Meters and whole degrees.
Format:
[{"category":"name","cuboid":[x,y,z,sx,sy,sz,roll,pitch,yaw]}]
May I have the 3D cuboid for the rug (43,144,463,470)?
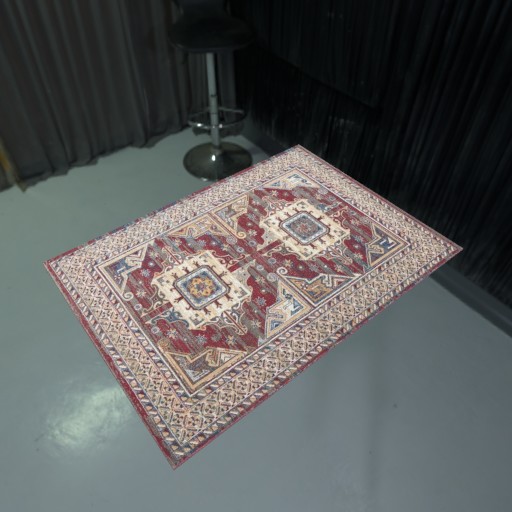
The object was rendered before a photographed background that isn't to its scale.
[{"category":"rug","cuboid":[0.000,0.000,2.872,2.210,0.011,1.599,-30,53,-26]}]
